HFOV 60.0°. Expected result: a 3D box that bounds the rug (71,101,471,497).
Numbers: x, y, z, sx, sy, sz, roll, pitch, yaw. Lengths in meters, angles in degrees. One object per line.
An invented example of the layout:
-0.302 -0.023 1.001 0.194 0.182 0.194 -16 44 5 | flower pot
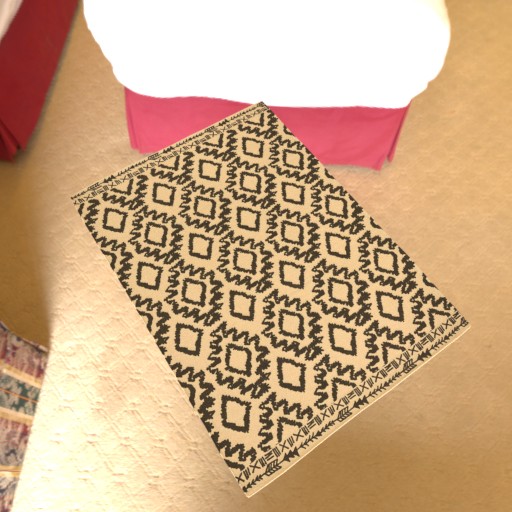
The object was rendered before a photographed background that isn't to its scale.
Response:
0.000 0.000 4.300 2.444 0.036 3.369 -31 67 -15 | rug
